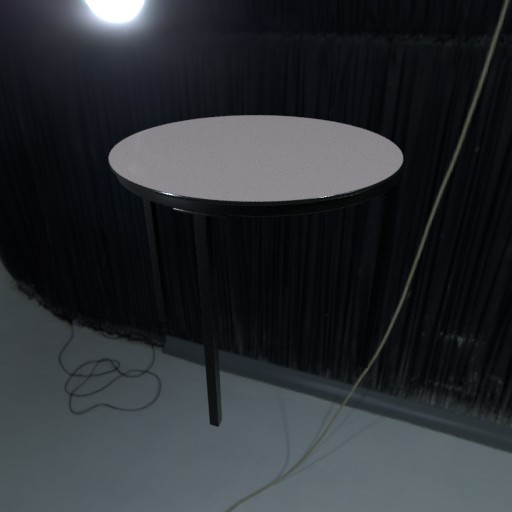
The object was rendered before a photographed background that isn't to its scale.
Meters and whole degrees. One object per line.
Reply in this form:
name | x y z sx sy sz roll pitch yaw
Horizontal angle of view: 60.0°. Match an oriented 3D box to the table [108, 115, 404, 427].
table | 0.000 0.000 0.888 0.499 0.443 0.499 0 30 0
